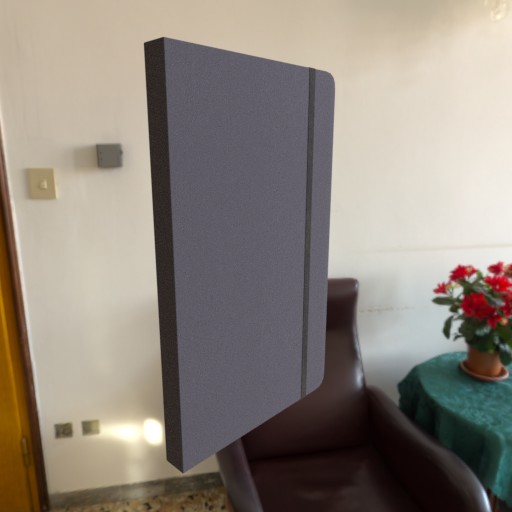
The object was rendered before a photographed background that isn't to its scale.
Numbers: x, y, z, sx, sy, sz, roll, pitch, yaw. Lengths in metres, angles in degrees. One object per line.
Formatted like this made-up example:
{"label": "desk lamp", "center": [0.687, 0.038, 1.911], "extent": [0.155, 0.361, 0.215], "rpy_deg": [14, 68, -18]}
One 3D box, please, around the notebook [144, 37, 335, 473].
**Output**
{"label": "notebook", "center": [0.000, 0.000, 0.259], "extent": [0.016, 0.213, 0.127], "rpy_deg": [13, 18, 42]}
